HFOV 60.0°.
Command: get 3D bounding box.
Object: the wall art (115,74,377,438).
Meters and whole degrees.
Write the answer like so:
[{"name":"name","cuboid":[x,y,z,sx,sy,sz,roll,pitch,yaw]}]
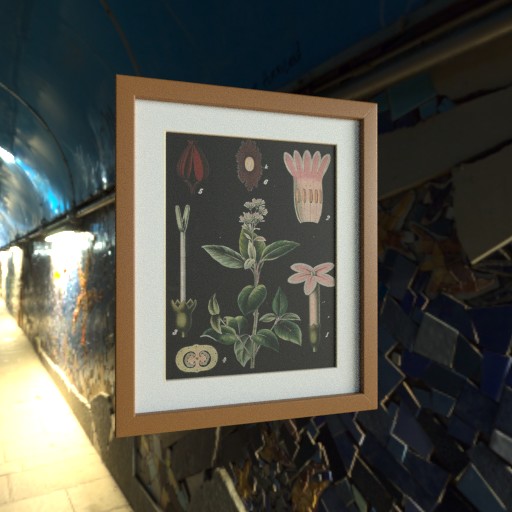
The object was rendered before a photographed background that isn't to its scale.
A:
[{"name":"wall art","cuboid":[0.000,0.000,0.742,0.449,0.550,0.021,0,0,-16]}]
